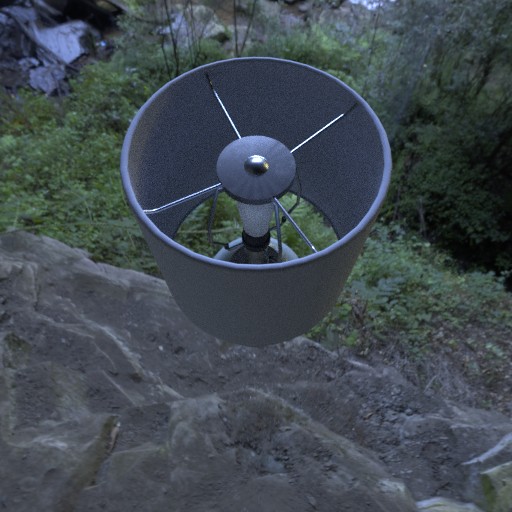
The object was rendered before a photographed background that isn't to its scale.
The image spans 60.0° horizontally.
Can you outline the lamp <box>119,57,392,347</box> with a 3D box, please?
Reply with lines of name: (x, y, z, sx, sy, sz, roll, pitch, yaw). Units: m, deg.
lamp: (0.000, 0.000, 0.486, 0.201, 0.353, 0.201, 31, 67, 14)
